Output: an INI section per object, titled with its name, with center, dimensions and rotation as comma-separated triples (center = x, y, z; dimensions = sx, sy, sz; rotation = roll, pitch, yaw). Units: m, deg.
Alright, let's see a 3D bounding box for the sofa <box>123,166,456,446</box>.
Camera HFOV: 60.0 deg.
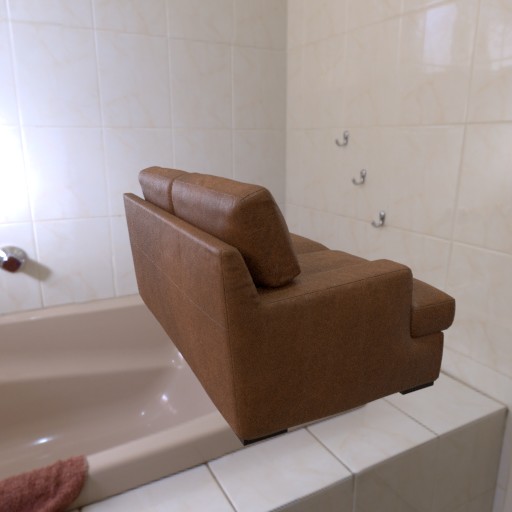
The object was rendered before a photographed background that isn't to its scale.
[sofa]
center = 0.000, 0.000, 2.514
dimensions = 1.144, 0.966, 1.880
rotation = -7, 16, -25
